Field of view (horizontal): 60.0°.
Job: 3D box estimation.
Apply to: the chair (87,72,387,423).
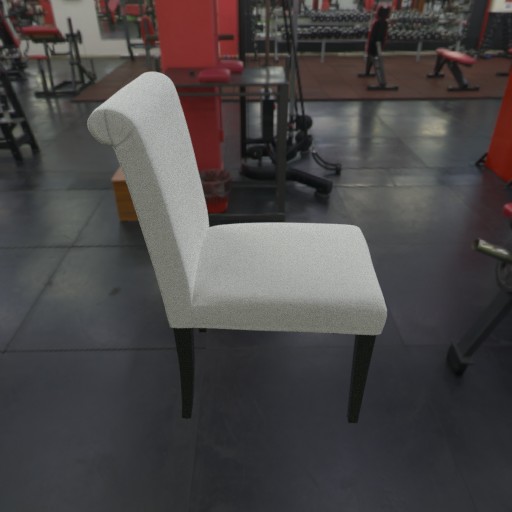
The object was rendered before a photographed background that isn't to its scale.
[{"bbox_3d":[0.000,0.000,1.345,0.708,0.976,0.452,1,32,1],"label":"chair"}]
